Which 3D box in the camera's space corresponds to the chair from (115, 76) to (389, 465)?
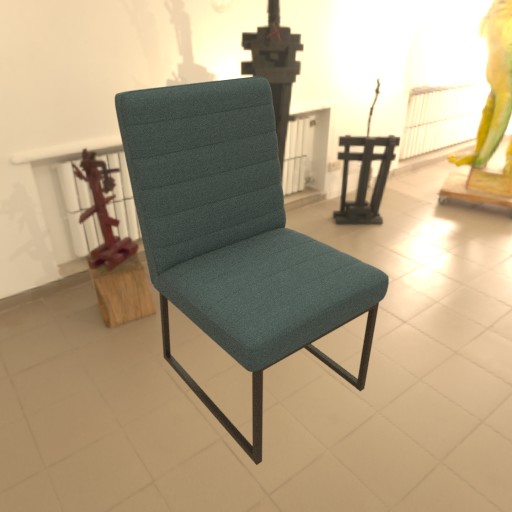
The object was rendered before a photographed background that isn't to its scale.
[{"bbox_3d":[0.000,0.000,1.346,0.520,0.930,0.634,-21,36,-32],"label":"chair"}]
